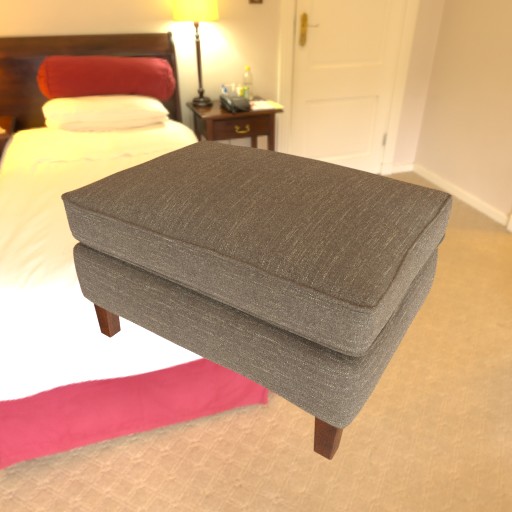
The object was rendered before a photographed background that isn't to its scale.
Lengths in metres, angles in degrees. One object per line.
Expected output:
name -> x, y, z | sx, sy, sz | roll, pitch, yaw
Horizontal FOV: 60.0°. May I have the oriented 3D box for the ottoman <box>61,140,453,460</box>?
ottoman -> 0.000, 0.000, 0.974 | 0.686, 0.406, 0.508 | 19, 36, 28
